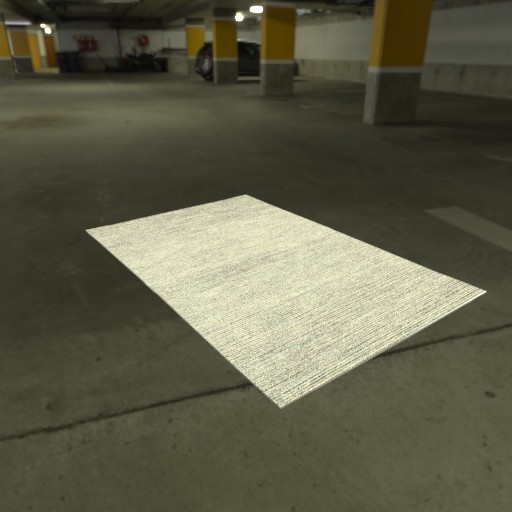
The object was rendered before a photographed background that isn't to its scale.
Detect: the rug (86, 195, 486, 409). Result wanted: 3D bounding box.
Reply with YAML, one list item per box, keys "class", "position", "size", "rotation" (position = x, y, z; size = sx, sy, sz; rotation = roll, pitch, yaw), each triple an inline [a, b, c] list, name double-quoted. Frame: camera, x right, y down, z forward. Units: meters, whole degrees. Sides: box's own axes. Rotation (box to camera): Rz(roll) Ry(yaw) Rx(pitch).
- class: "rug"
  position: [0.000, 0.000, 2.247]
  size: [1.159, 0.021, 1.789]
  rotation: [-17, 30, -33]
